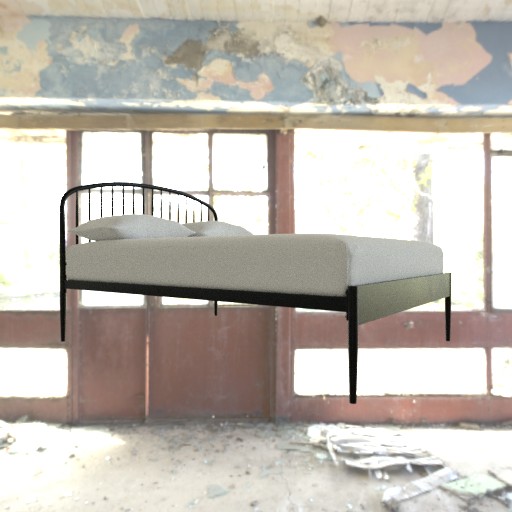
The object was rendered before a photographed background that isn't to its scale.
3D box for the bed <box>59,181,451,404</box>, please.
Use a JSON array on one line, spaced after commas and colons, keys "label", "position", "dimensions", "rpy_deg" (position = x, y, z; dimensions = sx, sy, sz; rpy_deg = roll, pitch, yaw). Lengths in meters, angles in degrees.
[{"label": "bed", "position": [0.000, 0.000, 3.034], "dimensions": [2.159, 1.166, 1.618], "rpy_deg": [0, 0, 36]}]
